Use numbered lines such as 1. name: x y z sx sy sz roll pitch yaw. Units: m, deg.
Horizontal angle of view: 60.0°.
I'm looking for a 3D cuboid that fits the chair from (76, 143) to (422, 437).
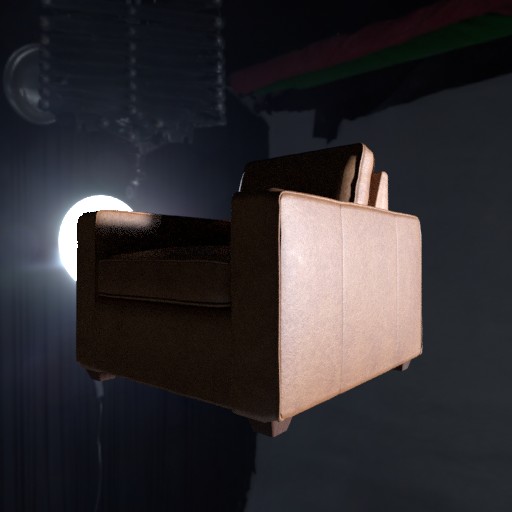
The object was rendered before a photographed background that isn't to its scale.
1. chair: 0.000 0.000 1.705 0.987 0.901 1.027 0 0 37
